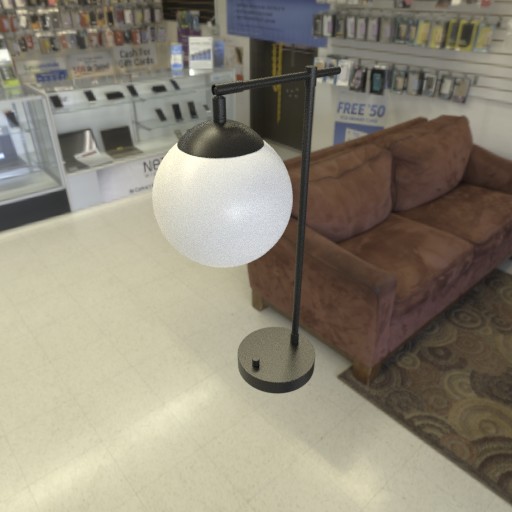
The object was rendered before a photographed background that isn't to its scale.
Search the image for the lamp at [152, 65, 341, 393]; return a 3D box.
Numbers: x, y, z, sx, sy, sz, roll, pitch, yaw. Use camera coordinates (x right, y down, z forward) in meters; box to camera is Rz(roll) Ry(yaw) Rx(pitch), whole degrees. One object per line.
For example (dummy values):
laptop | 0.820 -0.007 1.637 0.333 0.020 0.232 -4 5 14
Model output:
lamp | 0.000 0.000 0.726 0.316 0.559 0.197 -23 39 -32
